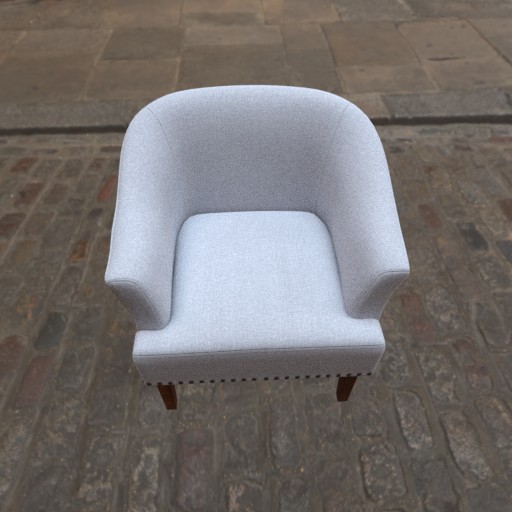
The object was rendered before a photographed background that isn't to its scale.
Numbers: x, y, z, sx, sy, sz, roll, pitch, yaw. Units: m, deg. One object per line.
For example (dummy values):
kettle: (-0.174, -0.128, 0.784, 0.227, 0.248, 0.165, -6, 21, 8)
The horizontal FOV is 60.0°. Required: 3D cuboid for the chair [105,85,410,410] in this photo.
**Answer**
chair: (0.000, 0.000, 1.430, 0.798, 0.815, 0.704, -2, 47, -2)
